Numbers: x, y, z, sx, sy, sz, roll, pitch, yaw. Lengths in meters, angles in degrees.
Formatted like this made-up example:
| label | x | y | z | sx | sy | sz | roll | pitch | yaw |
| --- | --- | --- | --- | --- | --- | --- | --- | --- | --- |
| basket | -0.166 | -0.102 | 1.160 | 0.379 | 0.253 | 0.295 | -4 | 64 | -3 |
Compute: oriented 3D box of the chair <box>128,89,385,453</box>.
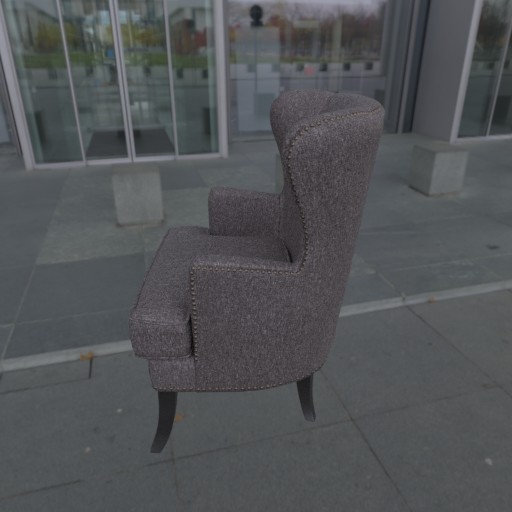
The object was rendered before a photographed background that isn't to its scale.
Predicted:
| label | x | y | z | sx | sy | sz | roll | pitch | yaw |
| --- | --- | --- | --- | --- | --- | --- | --- | --- | --- |
| chair | 0.000 | 0.000 | 1.567 | 0.758 | 1.060 | 0.759 | 0 | 25 | -1 |
